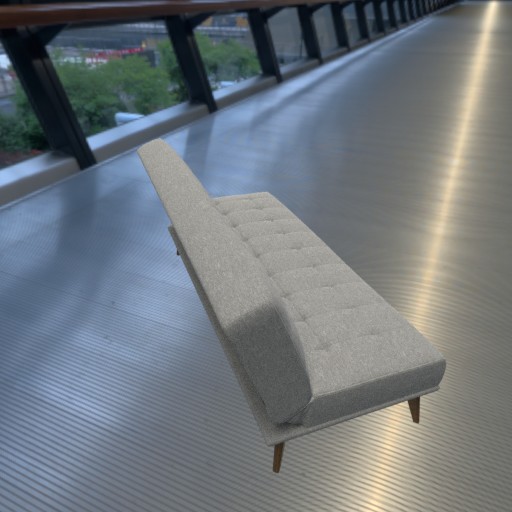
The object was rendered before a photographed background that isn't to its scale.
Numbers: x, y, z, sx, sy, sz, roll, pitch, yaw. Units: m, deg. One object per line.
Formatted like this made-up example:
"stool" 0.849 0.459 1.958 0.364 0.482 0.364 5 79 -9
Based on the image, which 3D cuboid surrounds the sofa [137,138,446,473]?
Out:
"sofa" 0.000 0.000 2.219 0.860 0.810 1.800 -11 32 -18
